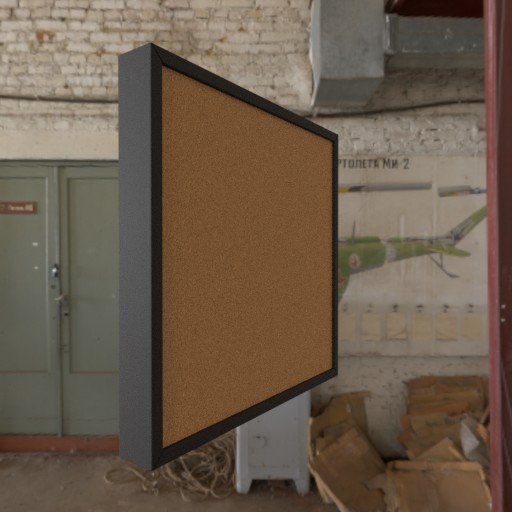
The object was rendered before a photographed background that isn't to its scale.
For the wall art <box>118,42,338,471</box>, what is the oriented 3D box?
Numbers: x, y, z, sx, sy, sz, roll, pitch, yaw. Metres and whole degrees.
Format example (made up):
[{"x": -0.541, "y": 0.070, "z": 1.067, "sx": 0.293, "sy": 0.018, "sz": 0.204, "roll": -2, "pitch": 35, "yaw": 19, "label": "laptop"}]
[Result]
[{"x": 0.000, "y": 0.000, "z": 0.448, "sx": 0.037, "sy": 0.305, "sz": 0.305, "roll": 0, "pitch": 1, "yaw": 36, "label": "wall art"}]
